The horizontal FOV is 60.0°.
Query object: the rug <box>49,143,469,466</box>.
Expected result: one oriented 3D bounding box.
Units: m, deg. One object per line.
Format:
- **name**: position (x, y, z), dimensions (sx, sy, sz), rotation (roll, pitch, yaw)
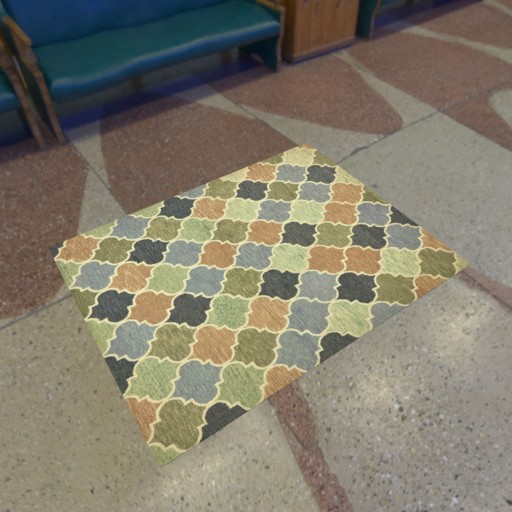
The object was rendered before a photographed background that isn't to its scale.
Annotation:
- **rug**: position (0.000, 0.000, 4.220), dimensions (3.200, 0.013, 2.439), rotation (-27, 53, -22)
